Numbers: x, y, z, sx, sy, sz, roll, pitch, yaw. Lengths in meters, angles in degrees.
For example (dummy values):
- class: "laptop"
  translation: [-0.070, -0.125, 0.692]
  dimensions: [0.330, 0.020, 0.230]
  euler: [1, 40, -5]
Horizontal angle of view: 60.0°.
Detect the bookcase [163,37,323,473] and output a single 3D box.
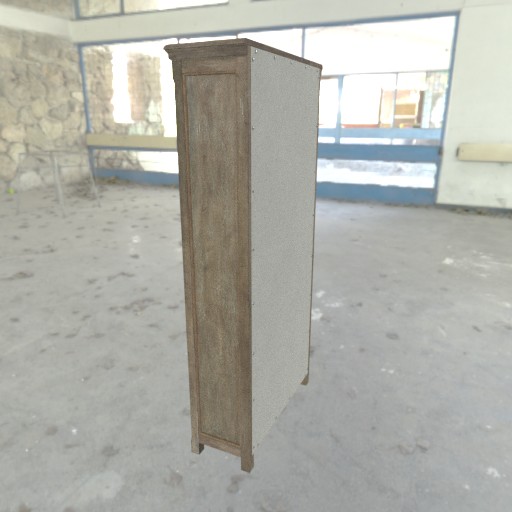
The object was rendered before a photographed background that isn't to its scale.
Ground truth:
- class: "bookcase"
  translation: [0.000, 0.000, 2.269]
  dimensions: [0.348, 1.880, 0.906]
  euler: [8, 19, 24]
